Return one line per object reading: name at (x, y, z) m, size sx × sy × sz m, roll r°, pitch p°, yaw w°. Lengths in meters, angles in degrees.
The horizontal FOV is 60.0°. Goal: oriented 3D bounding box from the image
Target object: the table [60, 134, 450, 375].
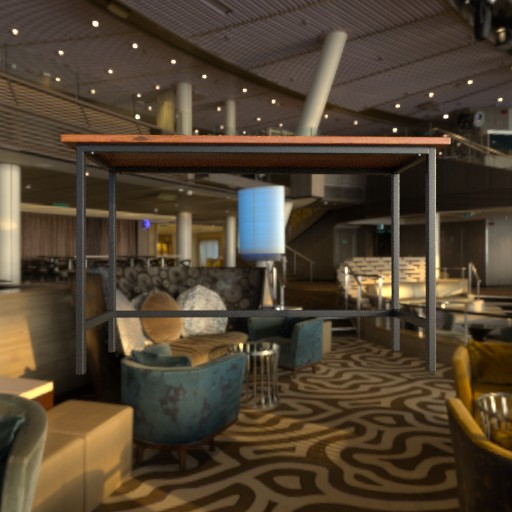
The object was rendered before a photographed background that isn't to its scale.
table at (0.000, 0.000, 1.568) m, size 1.204 × 0.740 × 0.408 m, roll 0°, pitch 0°, yaw -2°
